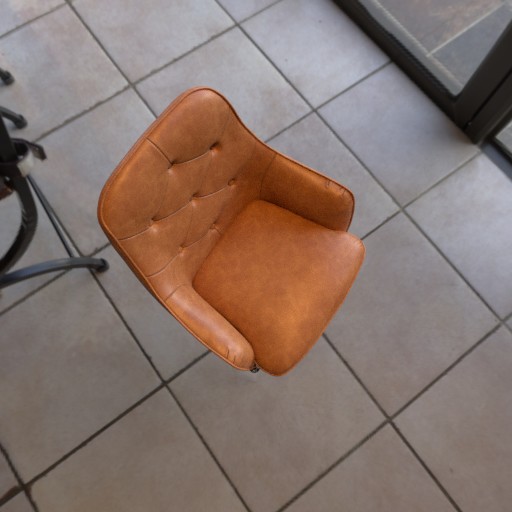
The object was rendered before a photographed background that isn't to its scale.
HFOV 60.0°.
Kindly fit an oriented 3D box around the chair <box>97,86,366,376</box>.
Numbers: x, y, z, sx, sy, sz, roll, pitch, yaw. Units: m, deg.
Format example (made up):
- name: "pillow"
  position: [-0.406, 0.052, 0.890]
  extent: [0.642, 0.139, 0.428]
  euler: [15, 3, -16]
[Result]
- name: "chair"
  position: [0.000, 0.000, 1.384]
  extent: [0.615, 0.909, 0.628]
  euler: [34, 77, 9]
